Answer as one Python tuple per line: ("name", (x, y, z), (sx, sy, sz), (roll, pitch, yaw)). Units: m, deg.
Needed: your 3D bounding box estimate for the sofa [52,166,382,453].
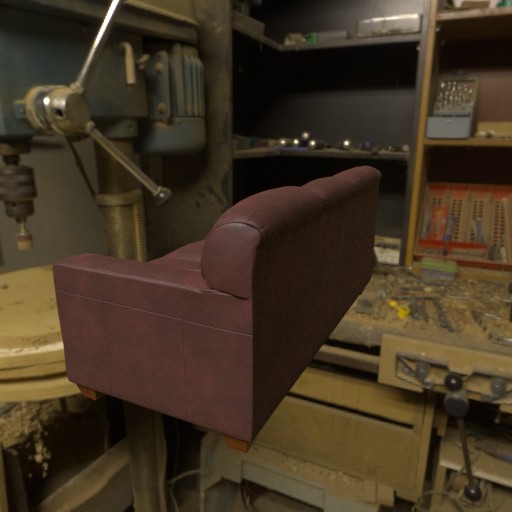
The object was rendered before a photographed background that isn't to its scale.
("sofa", (0.000, 0.000, 2.558), (1.008, 0.953, 2.039), (8, 18, 25))
